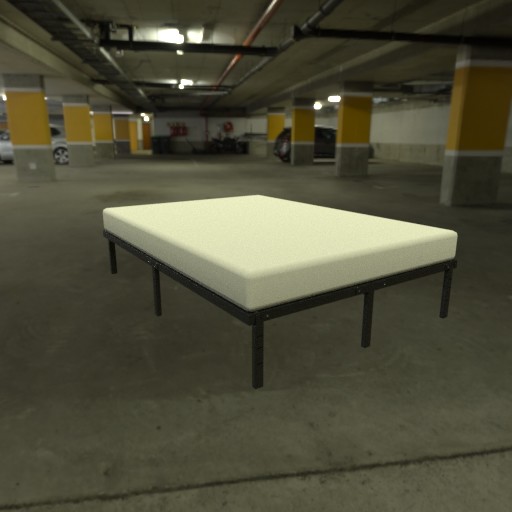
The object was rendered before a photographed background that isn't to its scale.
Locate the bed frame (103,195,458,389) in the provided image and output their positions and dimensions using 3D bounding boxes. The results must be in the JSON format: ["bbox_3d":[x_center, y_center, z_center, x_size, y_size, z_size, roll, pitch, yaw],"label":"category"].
[{"bbox_3d":[0.000,0.000,3.905,2.205,0.680,2.842,-8,17,-26],"label":"bed frame"}]
